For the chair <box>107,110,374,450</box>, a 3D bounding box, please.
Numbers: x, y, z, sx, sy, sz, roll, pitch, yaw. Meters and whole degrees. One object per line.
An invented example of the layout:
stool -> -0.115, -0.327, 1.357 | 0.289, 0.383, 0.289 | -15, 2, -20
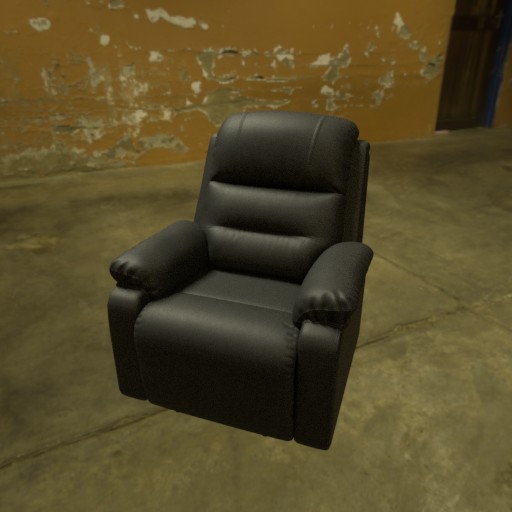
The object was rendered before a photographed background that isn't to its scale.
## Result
chair -> 0.000, 0.000, 1.704 | 0.855, 0.992, 0.919 | 8, 26, 18
